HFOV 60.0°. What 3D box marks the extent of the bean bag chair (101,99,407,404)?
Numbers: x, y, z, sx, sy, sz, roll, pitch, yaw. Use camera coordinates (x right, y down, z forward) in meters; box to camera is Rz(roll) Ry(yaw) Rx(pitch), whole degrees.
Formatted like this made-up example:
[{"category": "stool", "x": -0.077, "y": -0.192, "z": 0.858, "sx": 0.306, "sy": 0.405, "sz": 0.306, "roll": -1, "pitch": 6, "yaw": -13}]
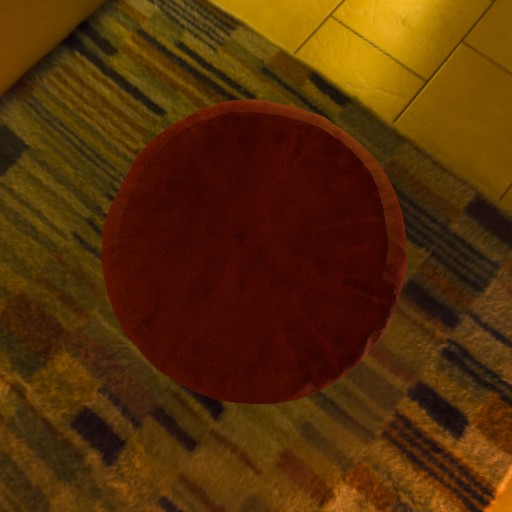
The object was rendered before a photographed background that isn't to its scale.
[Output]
[{"category": "bean bag chair", "x": 0.000, "y": 0.000, "z": 1.940, "sx": 1.219, "sy": 0.762, "sz": 1.219, "roll": 0, "pitch": 77, "yaw": 0}]
